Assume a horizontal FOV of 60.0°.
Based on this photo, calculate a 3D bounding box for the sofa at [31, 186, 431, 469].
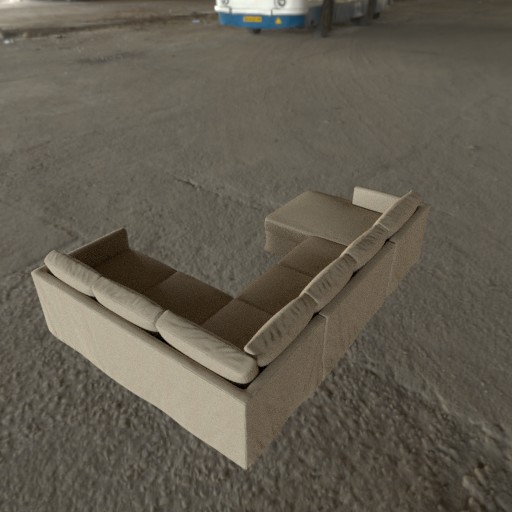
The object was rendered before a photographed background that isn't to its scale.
[{"bbox_3d":[0.000,0.000,4.620,2.476,0.878,3.528,22,39,30],"label":"sofa"}]
